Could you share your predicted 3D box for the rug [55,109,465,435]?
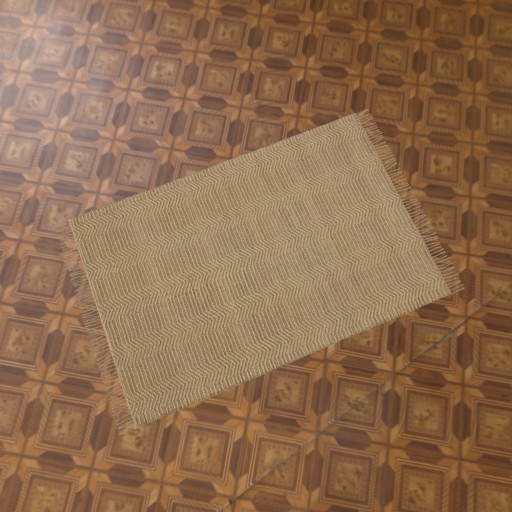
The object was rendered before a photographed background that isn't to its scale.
[{"bbox_3d":[0.000,0.000,3.117,2.523,0.034,1.528,-22,76,-6],"label":"rug"}]
